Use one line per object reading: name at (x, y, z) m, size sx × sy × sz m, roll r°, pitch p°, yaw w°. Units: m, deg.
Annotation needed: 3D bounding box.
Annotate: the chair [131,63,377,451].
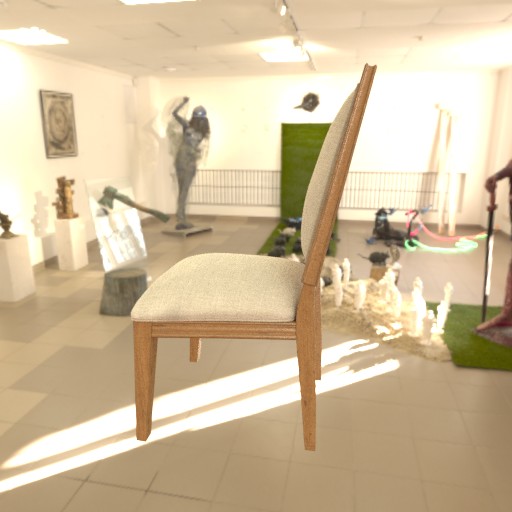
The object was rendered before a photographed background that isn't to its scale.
chair at (0.000, 0.000, 1.316) m, size 0.601 × 0.988 × 0.536 m, roll 3°, pitch 16°, yaw 10°
